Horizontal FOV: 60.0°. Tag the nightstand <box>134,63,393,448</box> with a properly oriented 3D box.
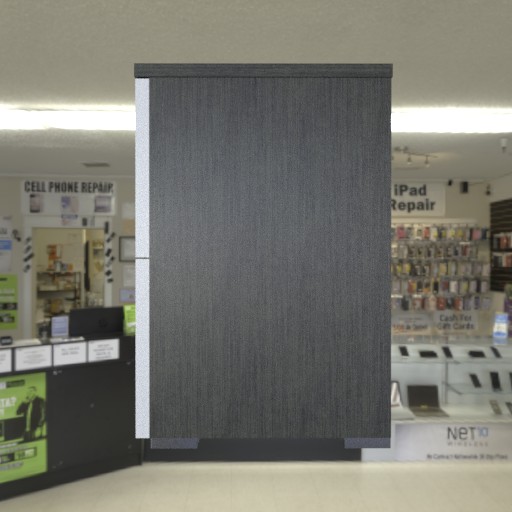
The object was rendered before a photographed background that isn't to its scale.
[{"bbox_3d":[0.000,0.000,0.749,0.325,0.460,0.441,0,0,0],"label":"nightstand"}]
